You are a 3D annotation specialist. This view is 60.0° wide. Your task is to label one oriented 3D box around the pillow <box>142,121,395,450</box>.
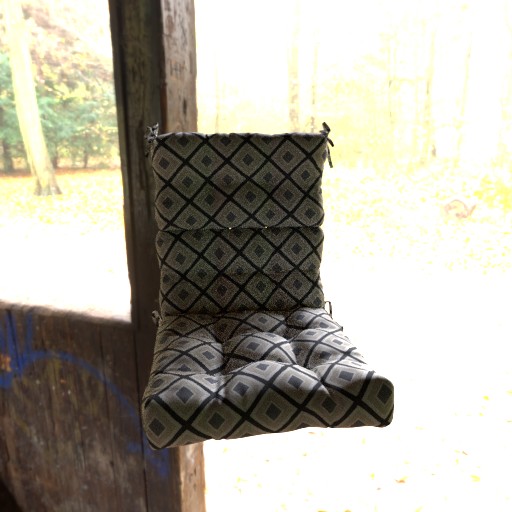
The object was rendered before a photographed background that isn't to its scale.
[{"bbox_3d":[0.000,0.000,1.014,0.519,0.605,0.571,-2,15,-8],"label":"pillow"}]
